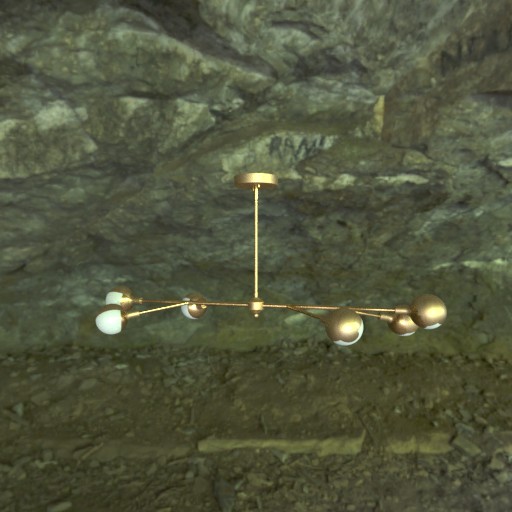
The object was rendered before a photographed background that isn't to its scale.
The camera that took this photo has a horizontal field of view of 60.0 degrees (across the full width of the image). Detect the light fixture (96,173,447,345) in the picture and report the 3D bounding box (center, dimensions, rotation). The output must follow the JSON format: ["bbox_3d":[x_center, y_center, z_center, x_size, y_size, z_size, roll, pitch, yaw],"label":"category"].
[{"bbox_3d":[0.000,0.000,1.017,0.778,0.362,0.434,0,0,35],"label":"light fixture"}]
